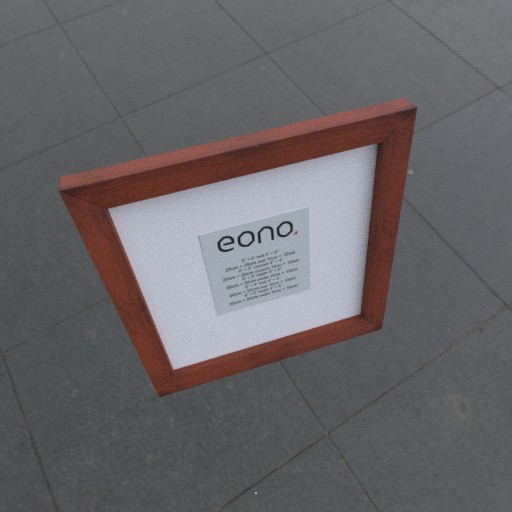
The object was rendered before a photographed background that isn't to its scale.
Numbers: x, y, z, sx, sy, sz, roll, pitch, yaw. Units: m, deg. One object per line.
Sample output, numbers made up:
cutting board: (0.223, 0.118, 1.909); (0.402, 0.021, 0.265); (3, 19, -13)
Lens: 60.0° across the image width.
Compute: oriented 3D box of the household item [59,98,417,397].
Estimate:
household item: (0.000, 0.000, 0.383); (0.240, 0.240, 0.131); (-15, 63, -8)
